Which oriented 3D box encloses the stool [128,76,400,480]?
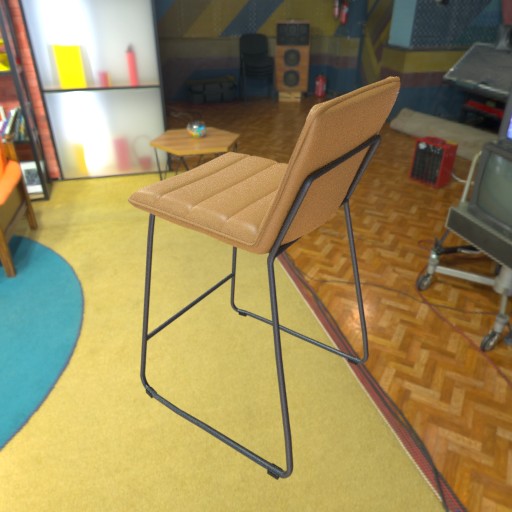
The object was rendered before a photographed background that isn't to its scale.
[{"bbox_3d":[0.000,0.000,1.135,0.524,0.866,0.489,19,36,29],"label":"stool"}]
